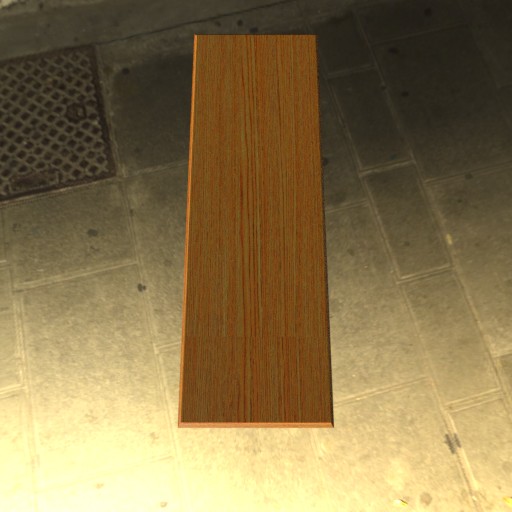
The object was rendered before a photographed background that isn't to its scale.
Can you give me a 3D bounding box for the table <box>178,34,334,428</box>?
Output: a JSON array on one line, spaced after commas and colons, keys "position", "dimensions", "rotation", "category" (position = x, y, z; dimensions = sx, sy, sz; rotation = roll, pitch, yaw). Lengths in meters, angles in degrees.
[{"position": [0.000, 0.000, 1.153], "dimensions": [0.254, 0.711, 0.762], "rotation": [0, 75, 0], "category": "table"}]
